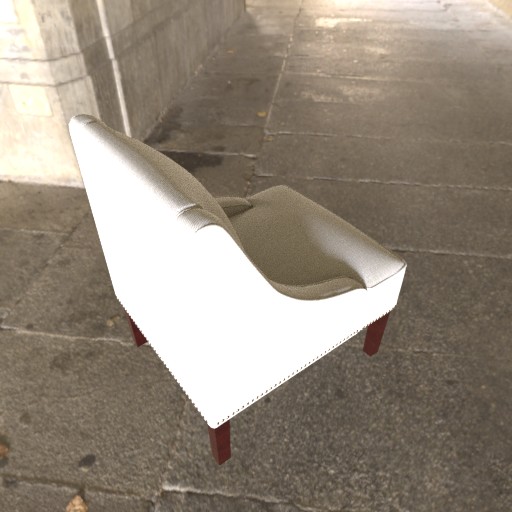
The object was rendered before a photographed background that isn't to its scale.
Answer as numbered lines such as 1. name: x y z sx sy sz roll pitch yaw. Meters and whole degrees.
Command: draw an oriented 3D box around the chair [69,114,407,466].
1. chair: 0.000 0.000 1.374 0.748 0.872 0.628 -26 46 -28
